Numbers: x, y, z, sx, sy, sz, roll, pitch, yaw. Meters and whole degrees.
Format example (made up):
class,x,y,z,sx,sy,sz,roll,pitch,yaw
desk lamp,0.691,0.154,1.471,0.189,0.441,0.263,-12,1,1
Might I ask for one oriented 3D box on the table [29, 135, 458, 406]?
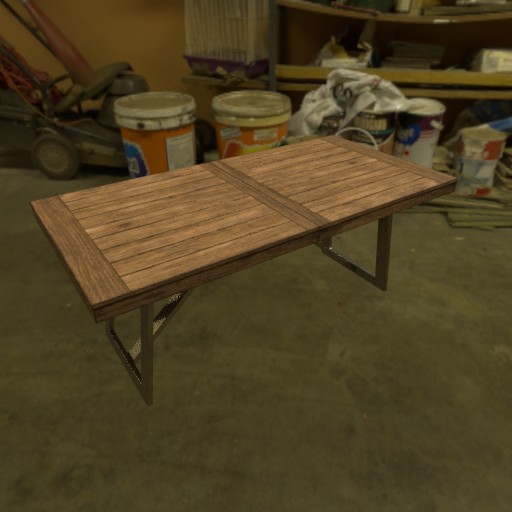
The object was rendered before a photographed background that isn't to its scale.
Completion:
class,x,y,z,sx,sy,sz,roll,pitch,yaw
table,0.000,0.000,2.341,1.867,0.757,0.931,-20,37,-29
